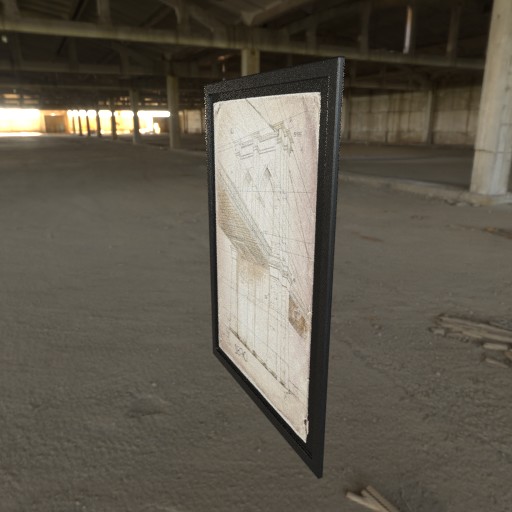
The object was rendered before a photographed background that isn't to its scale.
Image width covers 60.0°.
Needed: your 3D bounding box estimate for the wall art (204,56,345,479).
[{"bbox_3d":[0.000,0.000,1.268,0.013,0.967,0.707,-8,19,-26],"label":"wall art"}]
